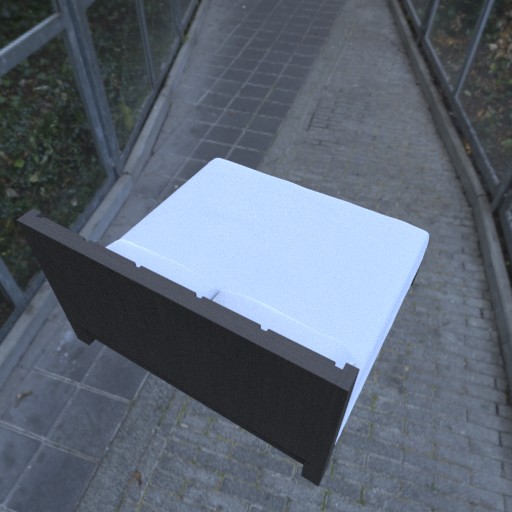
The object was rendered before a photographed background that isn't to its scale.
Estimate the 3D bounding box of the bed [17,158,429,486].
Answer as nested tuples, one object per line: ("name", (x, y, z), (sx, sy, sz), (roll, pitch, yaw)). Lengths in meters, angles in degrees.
("bed", (0.000, 0.000, 3.322), (2.134, 1.270, 2.012), (23, 51, 21))
